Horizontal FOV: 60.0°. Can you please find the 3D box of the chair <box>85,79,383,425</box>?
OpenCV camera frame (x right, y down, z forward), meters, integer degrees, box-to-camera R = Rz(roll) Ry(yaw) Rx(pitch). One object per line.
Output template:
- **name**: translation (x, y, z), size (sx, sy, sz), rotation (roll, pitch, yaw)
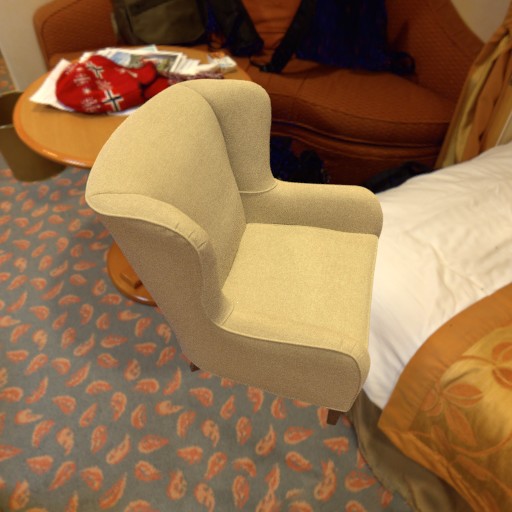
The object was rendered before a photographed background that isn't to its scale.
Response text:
- **chair**: translation (0.000, 0.000, 1.751), size (0.966, 1.040, 0.838), rotation (11, 48, 10)
